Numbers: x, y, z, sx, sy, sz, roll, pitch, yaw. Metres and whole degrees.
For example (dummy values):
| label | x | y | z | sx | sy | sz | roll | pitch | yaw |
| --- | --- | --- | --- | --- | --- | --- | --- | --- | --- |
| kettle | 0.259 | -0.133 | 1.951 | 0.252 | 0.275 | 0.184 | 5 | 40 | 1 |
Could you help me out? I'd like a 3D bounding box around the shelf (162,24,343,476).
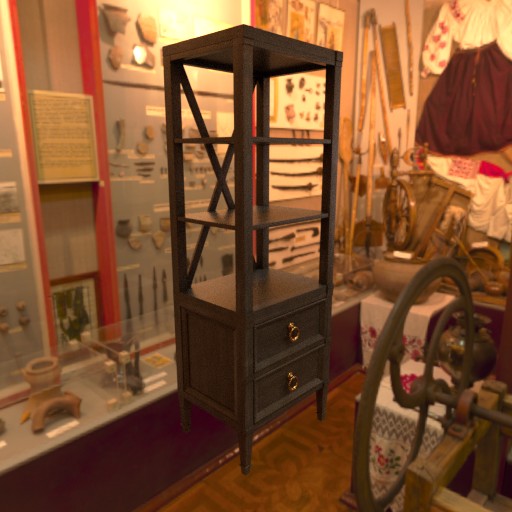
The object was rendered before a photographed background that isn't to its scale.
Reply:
| label | x | y | z | sx | sy | sz | roll | pitch | yaw |
| --- | --- | --- | --- | --- | --- | --- | --- | --- | --- |
| shelf | 0.000 | 0.000 | 2.000 | 0.472 | 1.727 | 0.584 | 12 | 18 | 43 |
